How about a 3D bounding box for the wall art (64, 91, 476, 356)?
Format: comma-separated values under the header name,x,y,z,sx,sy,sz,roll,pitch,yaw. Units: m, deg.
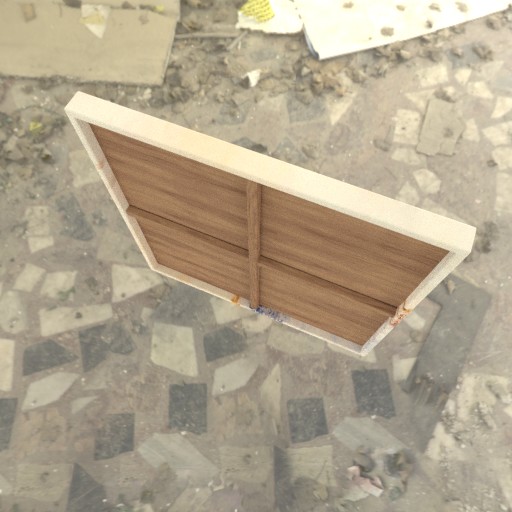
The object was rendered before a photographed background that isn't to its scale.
name,x,y,z,sx,sy,sz,roll,pitch,yaw
wall art,0.000,0.000,1.560,1.061,1.061,0.071,21,67,10
